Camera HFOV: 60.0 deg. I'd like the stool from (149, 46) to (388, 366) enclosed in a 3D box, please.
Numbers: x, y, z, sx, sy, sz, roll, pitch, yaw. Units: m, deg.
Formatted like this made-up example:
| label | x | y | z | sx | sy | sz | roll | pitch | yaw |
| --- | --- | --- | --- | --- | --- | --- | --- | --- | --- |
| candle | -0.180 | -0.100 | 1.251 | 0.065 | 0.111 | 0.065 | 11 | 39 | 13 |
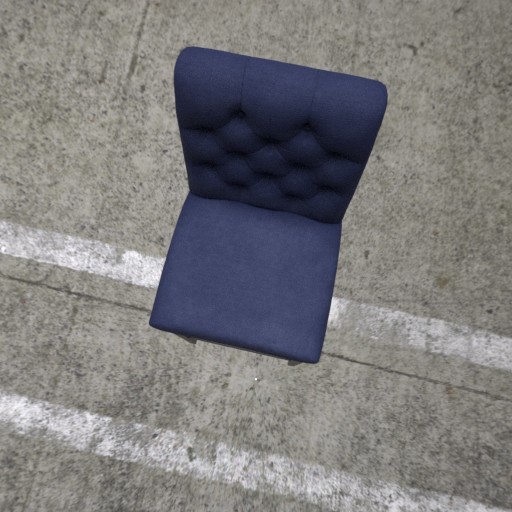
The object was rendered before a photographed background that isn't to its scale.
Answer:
| label | x | y | z | sx | sy | sz | roll | pitch | yaw |
| --- | --- | --- | --- | --- | --- | --- | --- | --- | --- |
| stool | 0.000 | 0.000 | 1.417 | 0.493 | 1.140 | 0.601 | 12 | 75 | 3 |
